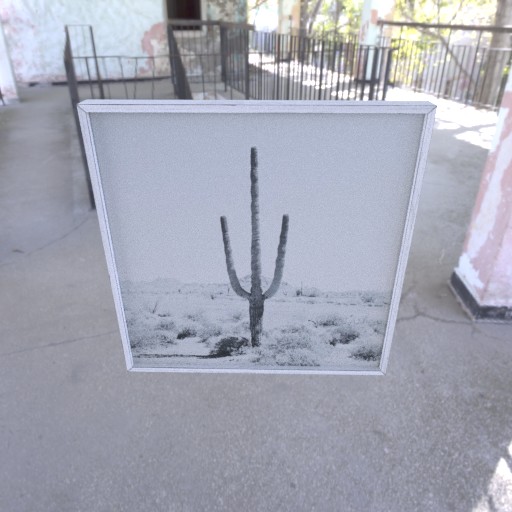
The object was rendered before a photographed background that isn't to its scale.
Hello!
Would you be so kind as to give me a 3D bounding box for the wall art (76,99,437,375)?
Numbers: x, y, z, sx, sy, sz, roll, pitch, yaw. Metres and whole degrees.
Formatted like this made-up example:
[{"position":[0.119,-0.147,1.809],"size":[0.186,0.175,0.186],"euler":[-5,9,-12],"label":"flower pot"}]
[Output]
[{"position":[0.000,0.000,0.764],"size":[0.508,0.508,0.038],"euler":[1,29,1],"label":"wall art"}]
